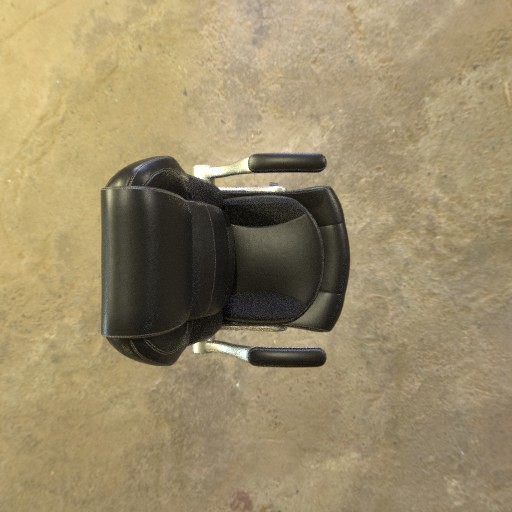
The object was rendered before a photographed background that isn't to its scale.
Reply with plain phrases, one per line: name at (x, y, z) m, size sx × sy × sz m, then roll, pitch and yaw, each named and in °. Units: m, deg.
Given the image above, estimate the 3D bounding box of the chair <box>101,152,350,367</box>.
chair at (0.000, 0.000, 1.657) m, size 0.801 × 1.141 × 0.724 m, roll 0°, pitch 90°, yaw 1°
